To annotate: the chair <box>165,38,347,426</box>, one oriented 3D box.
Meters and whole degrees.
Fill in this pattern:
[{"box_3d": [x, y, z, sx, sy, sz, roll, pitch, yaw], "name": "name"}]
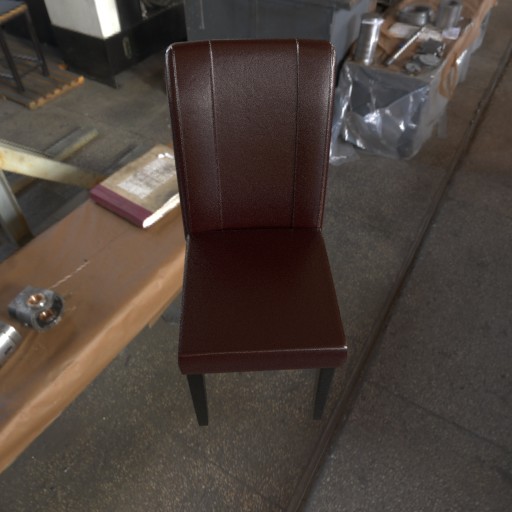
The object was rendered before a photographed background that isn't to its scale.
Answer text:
[{"box_3d": [0.000, 0.000, 1.161, 0.399, 0.897, 0.556, -2, 47, -2], "name": "chair"}]
